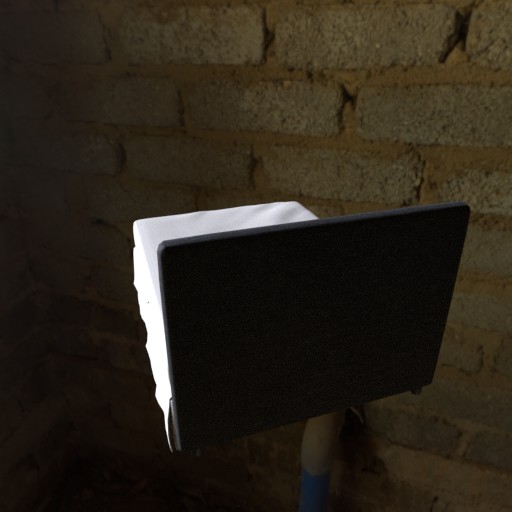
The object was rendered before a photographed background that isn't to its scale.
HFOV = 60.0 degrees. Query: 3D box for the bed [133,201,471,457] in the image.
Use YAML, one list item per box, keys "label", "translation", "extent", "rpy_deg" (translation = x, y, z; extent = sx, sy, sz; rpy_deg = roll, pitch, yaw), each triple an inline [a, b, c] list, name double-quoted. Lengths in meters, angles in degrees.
- label: "bed"
  translation: [0.000, 0.000, 3.266]
  extent: [1.723, 1.330, 2.142]
  rpy_deg: [-9, 28, -17]
